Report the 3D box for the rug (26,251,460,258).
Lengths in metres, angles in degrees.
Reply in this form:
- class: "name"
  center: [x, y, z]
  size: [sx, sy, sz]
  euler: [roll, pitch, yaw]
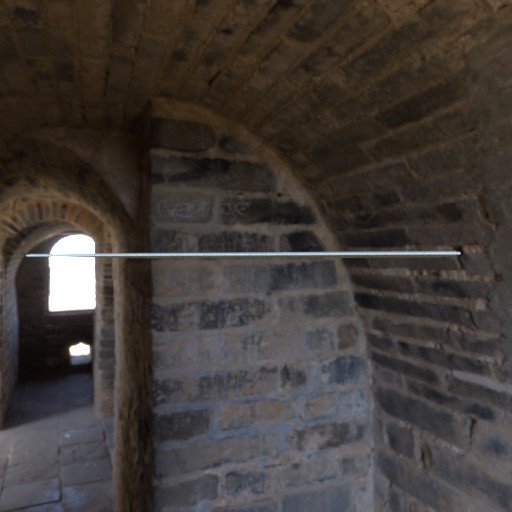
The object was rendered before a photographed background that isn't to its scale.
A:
- class: "rug"
  center: [0.000, 0.000, 3.474]
  size: [2.746, 0.018, 1.819]
  euler: [0, -1, 19]
